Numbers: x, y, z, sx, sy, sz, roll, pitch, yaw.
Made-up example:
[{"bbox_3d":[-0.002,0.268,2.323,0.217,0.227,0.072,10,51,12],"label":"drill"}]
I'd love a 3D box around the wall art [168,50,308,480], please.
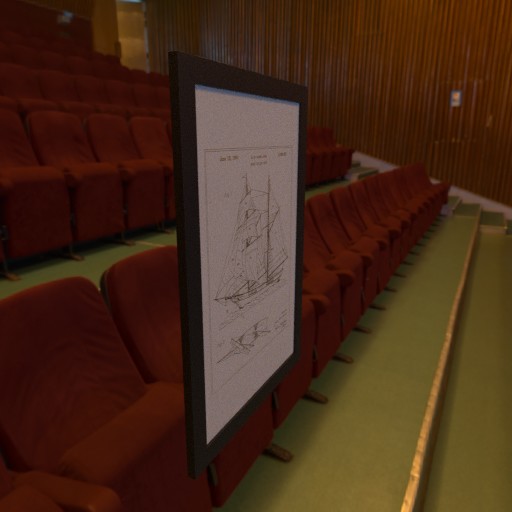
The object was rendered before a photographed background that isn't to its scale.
[{"bbox_3d":[0.000,0.000,0.695,0.013,0.534,0.381,8,17,26],"label":"wall art"}]
